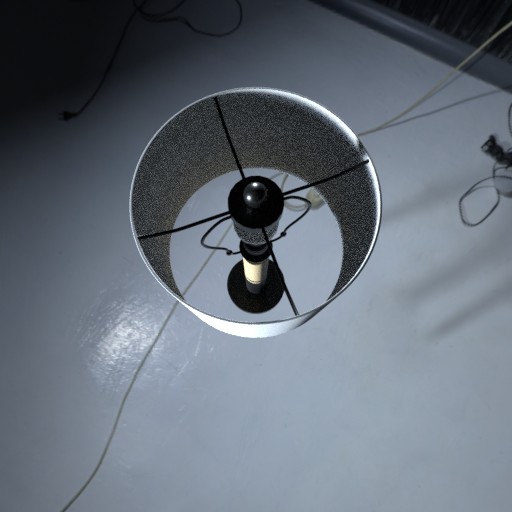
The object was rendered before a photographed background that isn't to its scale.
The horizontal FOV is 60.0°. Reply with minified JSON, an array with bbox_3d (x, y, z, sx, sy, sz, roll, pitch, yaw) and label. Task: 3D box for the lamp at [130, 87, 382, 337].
[{"bbox_3d":[0.000,0.000,0.822,0.305,0.640,0.305,27,78,6],"label":"lamp"}]
